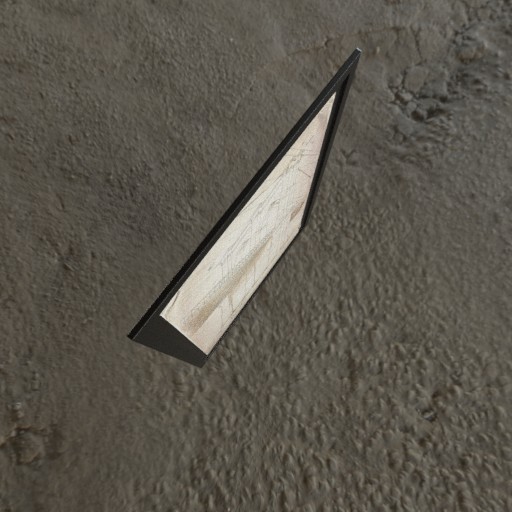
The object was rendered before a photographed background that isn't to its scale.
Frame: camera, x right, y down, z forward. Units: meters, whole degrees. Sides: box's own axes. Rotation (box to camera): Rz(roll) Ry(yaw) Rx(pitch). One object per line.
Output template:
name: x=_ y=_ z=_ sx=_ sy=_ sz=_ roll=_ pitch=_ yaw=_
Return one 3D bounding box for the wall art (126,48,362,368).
wall art: x=0.000 y=0.000 z=1.269 sx=0.013 sy=0.967 sz=0.707 roll=35 pitch=76 yaw=10
